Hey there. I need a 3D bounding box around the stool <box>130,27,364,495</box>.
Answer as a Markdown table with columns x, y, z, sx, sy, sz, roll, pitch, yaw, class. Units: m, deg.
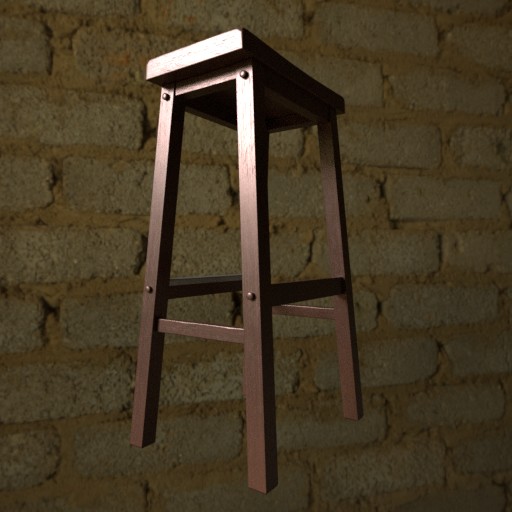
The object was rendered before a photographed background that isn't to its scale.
| x | y | z | sx | sy | sz | roll | pitch | yaw | class |
| --- | --- | --- | --- | --- | --- | --- | --- | --- | --- |
| 0.000 | 0.000 | 0.944 | 0.322 | 0.742 | 0.406 | 0 | 0 | 35 | stool |
